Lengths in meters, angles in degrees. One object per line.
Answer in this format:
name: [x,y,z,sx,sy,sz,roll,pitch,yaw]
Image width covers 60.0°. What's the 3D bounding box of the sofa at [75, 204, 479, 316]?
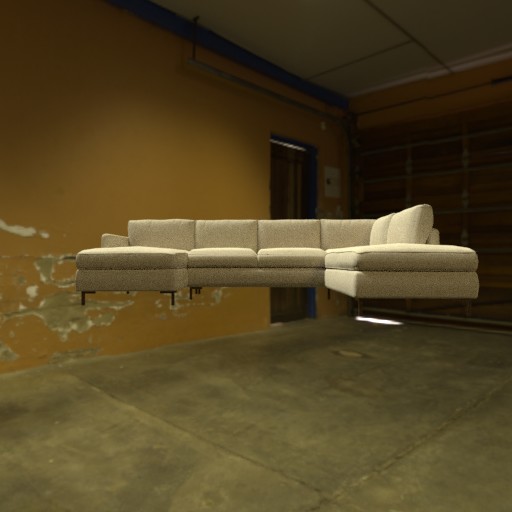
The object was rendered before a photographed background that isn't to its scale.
sofa: [0.000,0.000,3.627,2.737,0.756,1.879,0,-1,0]
